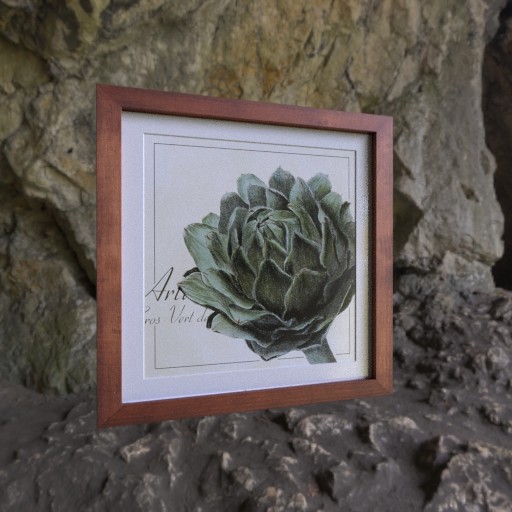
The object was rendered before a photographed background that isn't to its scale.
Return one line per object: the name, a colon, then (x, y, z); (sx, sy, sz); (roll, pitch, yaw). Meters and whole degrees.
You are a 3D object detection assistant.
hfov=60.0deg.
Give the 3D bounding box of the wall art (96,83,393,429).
wall art: (0.000, 0.000, 0.572); (0.386, 0.385, 0.038); (0, 0, -18)
